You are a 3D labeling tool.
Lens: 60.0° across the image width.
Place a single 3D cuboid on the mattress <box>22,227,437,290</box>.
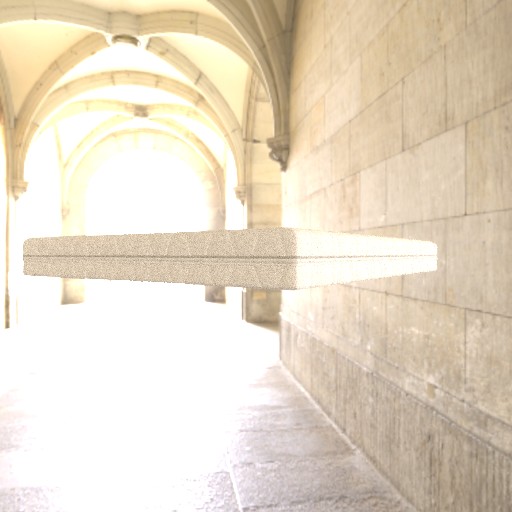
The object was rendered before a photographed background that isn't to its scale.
[{"bbox_3d":[0.000,0.000,2.581,1.600,0.200,1.900,0,0,34],"label":"mattress"}]
